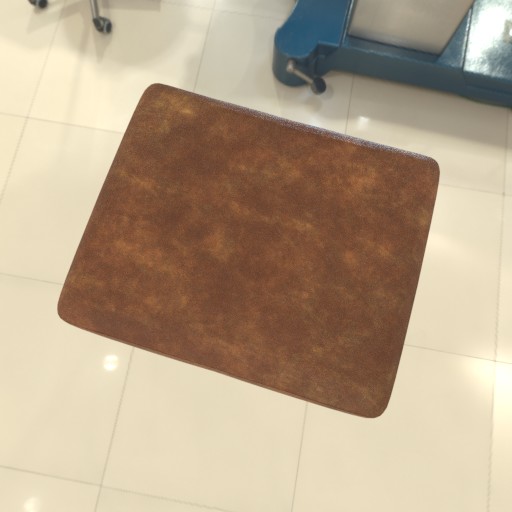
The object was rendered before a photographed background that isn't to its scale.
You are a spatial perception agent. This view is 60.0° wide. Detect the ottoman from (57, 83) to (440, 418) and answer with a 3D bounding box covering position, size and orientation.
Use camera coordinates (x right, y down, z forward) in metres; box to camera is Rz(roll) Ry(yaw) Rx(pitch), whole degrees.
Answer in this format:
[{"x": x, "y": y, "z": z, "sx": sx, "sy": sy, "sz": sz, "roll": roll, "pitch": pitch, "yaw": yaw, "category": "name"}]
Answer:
[{"x": 0.000, "y": 0.000, "z": 1.134, "sx": 0.751, "sy": 0.476, "sz": 0.603, "roll": 17, "pitch": 77, "yaw": 4, "category": "ottoman"}]
